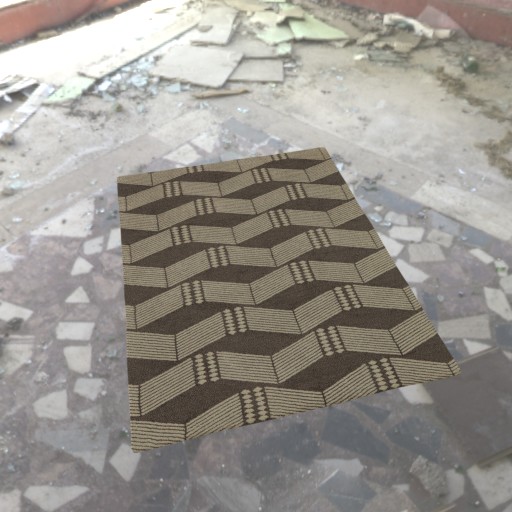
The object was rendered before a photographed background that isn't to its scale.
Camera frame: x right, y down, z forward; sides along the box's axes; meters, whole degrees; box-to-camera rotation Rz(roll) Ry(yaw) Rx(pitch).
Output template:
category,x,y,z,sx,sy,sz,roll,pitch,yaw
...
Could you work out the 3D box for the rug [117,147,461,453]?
category,x,y,z,sx,sy,sz,roll,pitch,yaw
rug,0.000,0.000,4.119,2.438,0.016,3.048,-10,48,-9
